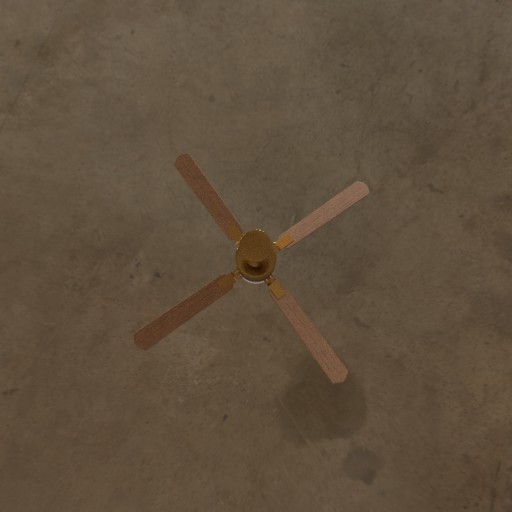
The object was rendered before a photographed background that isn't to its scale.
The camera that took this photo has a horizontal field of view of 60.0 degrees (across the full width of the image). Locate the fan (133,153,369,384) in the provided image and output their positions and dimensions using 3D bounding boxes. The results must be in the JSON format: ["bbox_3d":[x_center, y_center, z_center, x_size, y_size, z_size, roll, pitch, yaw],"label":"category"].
[{"bbox_3d":[0.000,0.000,1.963,1.320,0.355,1.320,-35,79,-8],"label":"fan"}]
